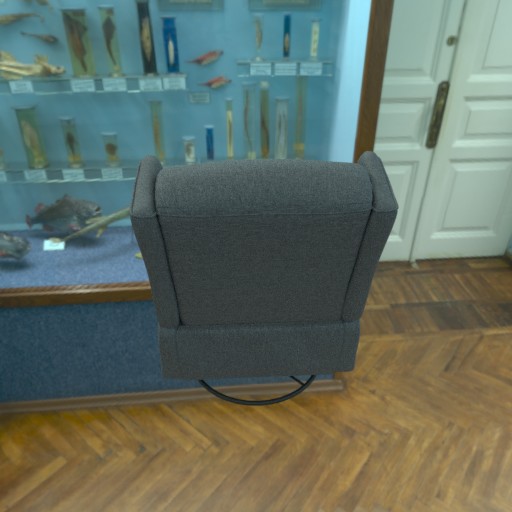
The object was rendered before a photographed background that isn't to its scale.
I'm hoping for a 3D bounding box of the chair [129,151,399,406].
[{"bbox_3d":[0.000,0.000,1.705,0.847,1.011,0.969,-2,31,-3],"label":"chair"}]
